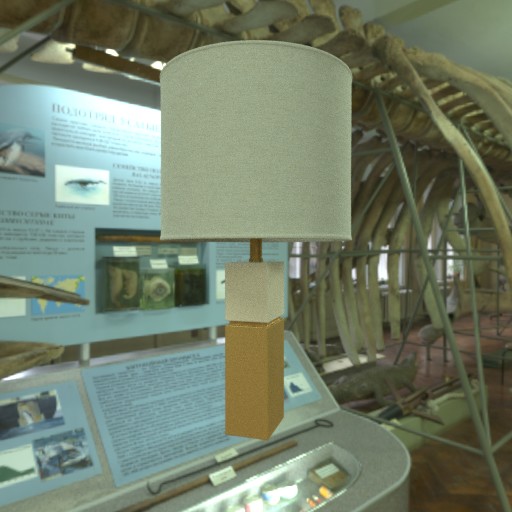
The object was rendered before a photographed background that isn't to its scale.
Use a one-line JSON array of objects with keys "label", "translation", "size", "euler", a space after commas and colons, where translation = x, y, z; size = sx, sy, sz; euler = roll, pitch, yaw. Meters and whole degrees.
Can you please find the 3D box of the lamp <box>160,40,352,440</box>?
[{"label": "lamp", "translation": [0.000, 0.000, 0.542], "size": [0.229, 0.417, 0.229], "euler": [0, 1, 18]}]
